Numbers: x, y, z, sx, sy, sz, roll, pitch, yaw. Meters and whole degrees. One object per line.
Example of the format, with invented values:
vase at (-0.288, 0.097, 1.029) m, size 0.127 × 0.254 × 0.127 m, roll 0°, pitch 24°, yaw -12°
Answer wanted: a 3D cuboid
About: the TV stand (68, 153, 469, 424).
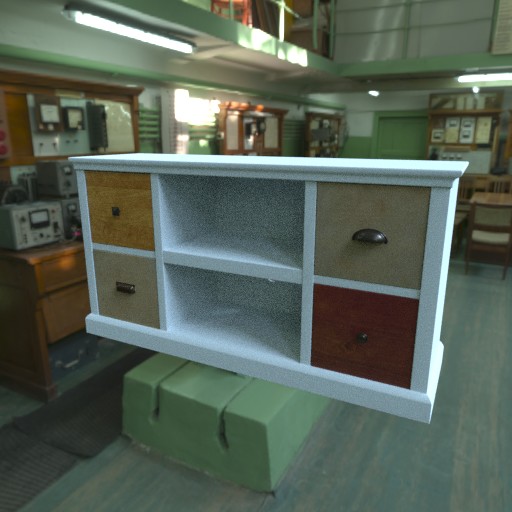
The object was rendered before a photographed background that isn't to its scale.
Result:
TV stand at (0.000, 0.000, 1.456) m, size 1.187 × 0.624 × 0.424 m, roll 8°, pitch 17°, yaw 26°
